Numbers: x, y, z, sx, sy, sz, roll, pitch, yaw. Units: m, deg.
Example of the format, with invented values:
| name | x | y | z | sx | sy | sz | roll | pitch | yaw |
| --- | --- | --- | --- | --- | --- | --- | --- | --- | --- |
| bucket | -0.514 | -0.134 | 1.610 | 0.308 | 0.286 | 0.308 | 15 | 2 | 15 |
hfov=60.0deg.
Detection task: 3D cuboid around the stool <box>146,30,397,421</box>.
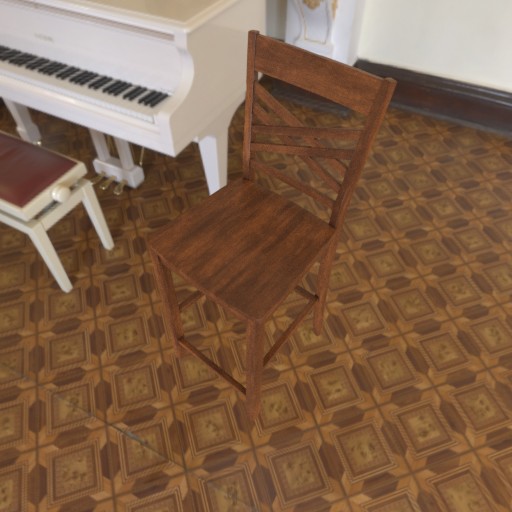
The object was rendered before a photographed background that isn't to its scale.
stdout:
| name | x | y | z | sx | sy | sz | roll | pitch | yaw |
| --- | --- | --- | --- | --- | --- | --- | --- | --- | --- |
| stool | 0.000 | 0.000 | 1.374 | 0.426 | 1.098 | 0.504 | 32 | 57 | 25 |
